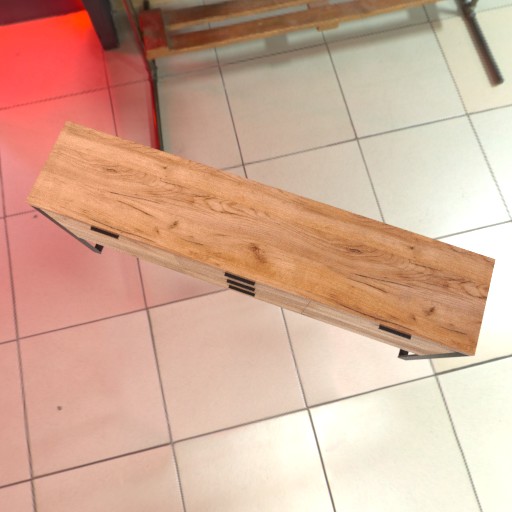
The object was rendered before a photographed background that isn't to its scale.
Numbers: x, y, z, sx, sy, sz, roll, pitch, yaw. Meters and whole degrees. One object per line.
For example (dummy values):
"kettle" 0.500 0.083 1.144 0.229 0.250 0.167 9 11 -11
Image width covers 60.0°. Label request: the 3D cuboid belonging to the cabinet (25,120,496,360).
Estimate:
"cabinet" 0.000 0.000 2.086 1.800 0.762 0.395 19 76 5
